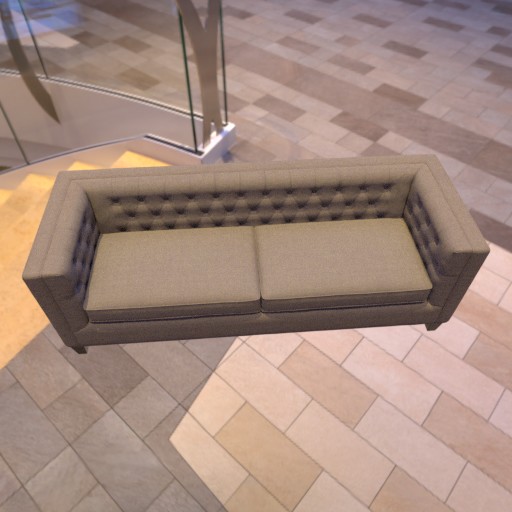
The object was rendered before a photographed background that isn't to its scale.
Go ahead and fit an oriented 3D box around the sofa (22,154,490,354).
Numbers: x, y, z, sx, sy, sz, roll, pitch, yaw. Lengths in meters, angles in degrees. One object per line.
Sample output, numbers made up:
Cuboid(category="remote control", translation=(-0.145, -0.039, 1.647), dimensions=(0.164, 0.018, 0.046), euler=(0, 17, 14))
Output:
Cuboid(category="sofa", translation=(0.000, 0.000, 2.556), dimensions=(2.159, 0.762, 0.775), euler=(-3, 49, -3))
